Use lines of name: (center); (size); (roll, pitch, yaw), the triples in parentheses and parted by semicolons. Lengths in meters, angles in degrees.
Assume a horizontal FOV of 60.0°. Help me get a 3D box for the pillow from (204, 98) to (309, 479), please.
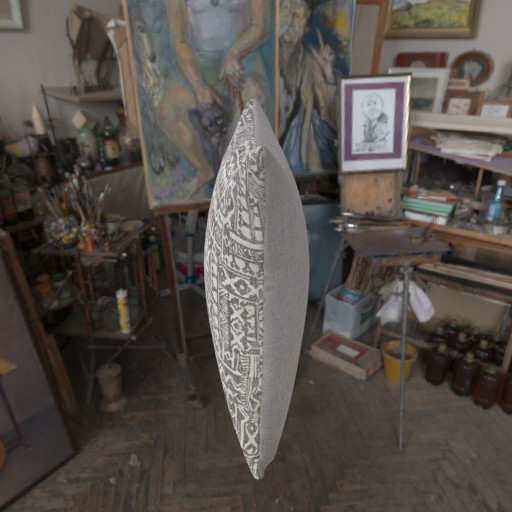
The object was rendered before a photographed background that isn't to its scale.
pillow: (0.000, 0.000, 0.792); (0.180, 0.487, 0.546); (-1, 25, -1)
